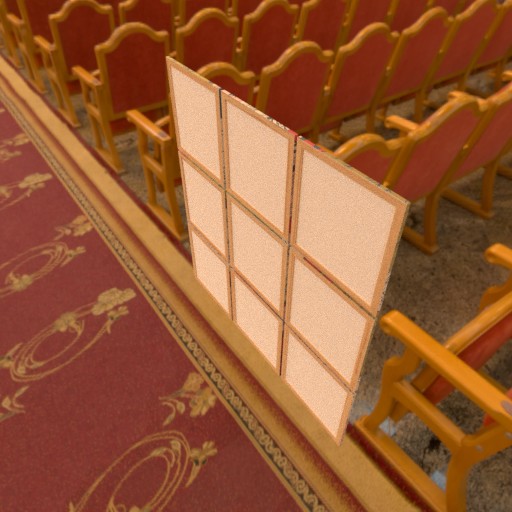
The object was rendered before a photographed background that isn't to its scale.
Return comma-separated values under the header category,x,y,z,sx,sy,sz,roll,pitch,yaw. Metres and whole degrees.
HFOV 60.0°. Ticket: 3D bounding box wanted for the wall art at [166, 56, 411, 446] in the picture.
category,x,y,z,sx,sy,sz,roll,pitch,yaw
wall art,0.000,0.000,1.781,0.013,1.218,1.206,-25,48,-25
